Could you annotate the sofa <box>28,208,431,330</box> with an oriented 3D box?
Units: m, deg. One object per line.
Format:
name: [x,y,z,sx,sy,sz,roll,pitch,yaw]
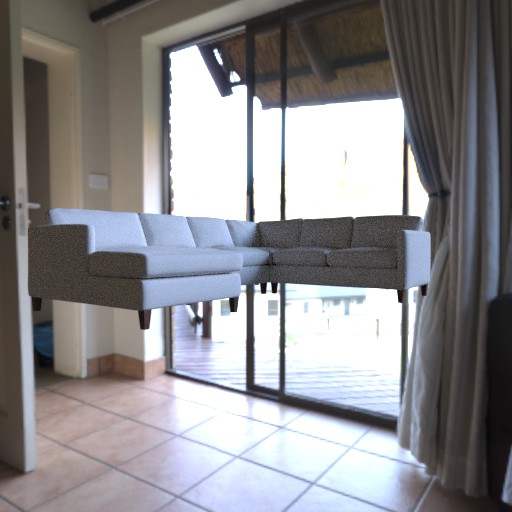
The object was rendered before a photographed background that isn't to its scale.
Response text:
sofa: [0.000,0.000,4.549,2.593,0.956,3.459,1,2,36]
